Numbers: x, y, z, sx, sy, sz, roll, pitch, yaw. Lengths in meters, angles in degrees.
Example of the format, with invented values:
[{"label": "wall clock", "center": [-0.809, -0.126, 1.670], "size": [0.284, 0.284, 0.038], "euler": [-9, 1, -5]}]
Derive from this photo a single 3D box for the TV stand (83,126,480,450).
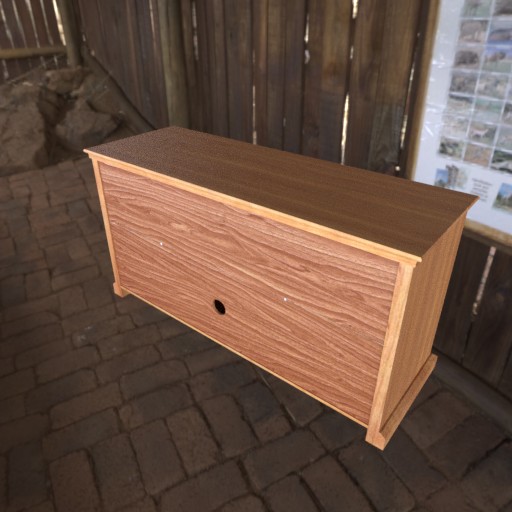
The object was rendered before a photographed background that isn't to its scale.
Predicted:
[{"label": "TV stand", "center": [0.000, 0.000, 1.490], "size": [1.181, 0.607, 0.417], "euler": [22, 37, 32]}]
